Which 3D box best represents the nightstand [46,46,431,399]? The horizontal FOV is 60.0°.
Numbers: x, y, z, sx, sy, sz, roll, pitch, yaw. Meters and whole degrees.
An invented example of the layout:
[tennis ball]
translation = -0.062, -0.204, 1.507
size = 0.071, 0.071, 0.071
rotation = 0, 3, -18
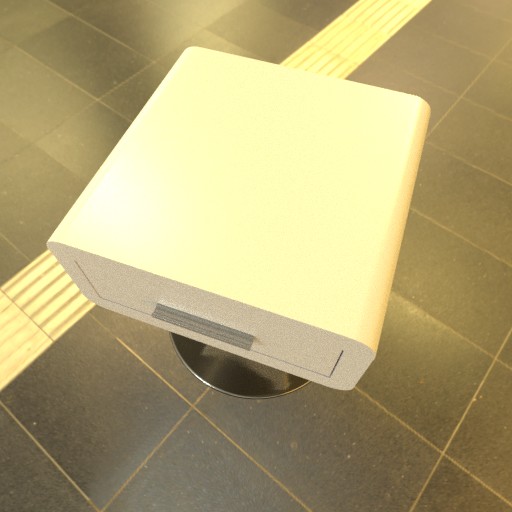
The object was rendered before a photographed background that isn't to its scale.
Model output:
[nightstand]
translation = 0.000, 0.000, 0.755
size = 0.399, 0.447, 0.404
rotation = 17, 60, 10
